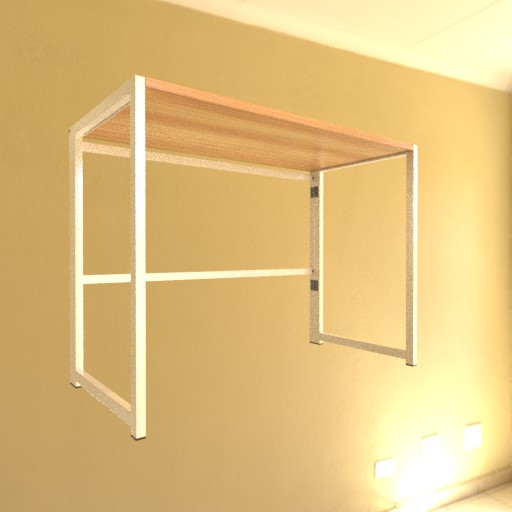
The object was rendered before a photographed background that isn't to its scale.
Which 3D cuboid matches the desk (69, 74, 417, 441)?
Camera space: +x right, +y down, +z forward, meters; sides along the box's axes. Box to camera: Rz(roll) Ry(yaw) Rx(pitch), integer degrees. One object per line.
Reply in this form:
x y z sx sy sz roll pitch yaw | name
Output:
0.000 0.000 1.427 1.016 0.762 0.508 0 1 -37 | desk
